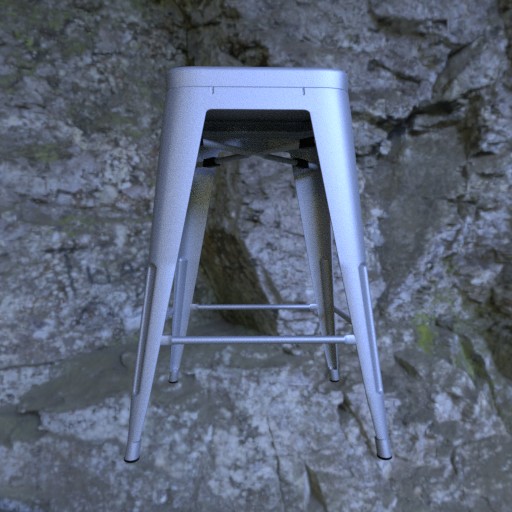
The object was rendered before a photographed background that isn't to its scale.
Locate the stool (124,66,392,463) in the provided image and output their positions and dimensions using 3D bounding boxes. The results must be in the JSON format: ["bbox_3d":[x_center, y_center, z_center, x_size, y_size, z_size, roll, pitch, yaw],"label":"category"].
[{"bbox_3d":[0.000,0.000,0.858,0.406,0.610,0.406,0,1,-1],"label":"stool"}]
